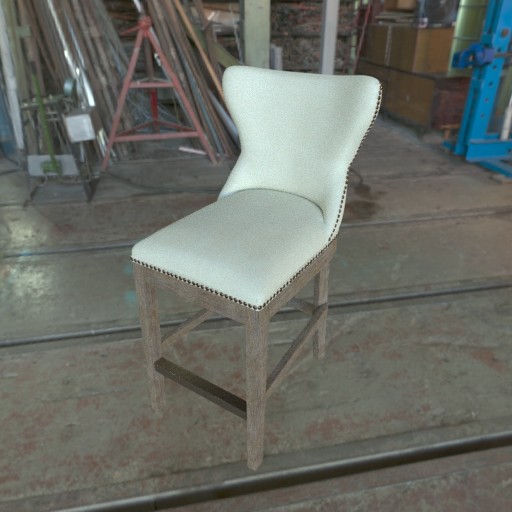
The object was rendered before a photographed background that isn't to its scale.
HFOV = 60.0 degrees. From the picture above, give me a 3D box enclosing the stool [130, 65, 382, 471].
[{"bbox_3d":[0.000,0.000,1.315,0.498,0.981,0.608,18,34,29],"label":"stool"}]
